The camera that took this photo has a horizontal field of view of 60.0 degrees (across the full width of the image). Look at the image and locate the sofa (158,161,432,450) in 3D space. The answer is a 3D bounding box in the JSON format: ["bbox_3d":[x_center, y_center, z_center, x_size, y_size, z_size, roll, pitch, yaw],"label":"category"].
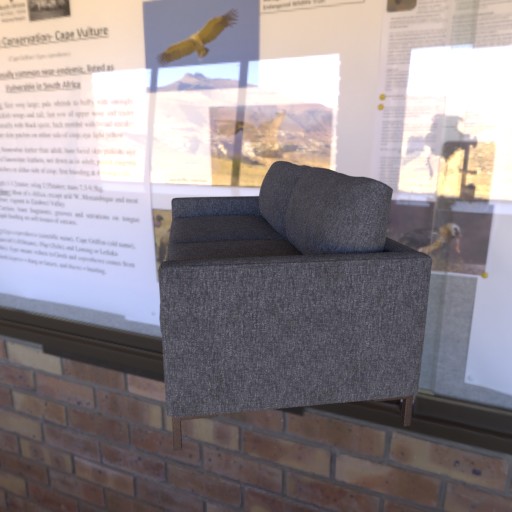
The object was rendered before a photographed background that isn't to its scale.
[{"bbox_3d":[0.000,0.000,2.170,0.866,0.862,1.716,-2,14,-9],"label":"sofa"}]
